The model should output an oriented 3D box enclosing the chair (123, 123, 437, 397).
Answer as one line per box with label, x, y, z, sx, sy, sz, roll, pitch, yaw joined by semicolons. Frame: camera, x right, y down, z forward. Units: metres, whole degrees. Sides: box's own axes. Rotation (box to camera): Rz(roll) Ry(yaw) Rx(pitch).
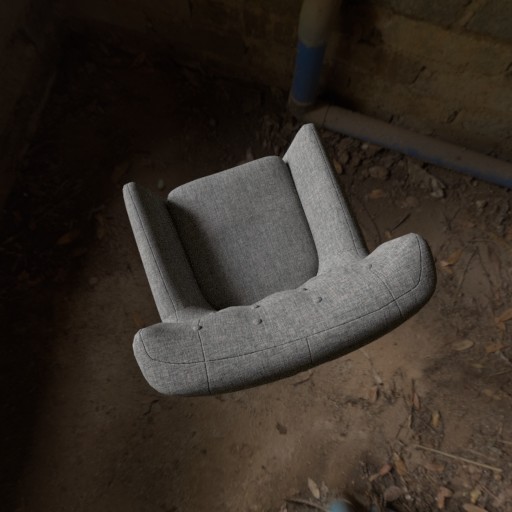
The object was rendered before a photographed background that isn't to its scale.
chair;0.000;0.000;1.756;0.878;1.063;0.904;-19;78;-4
